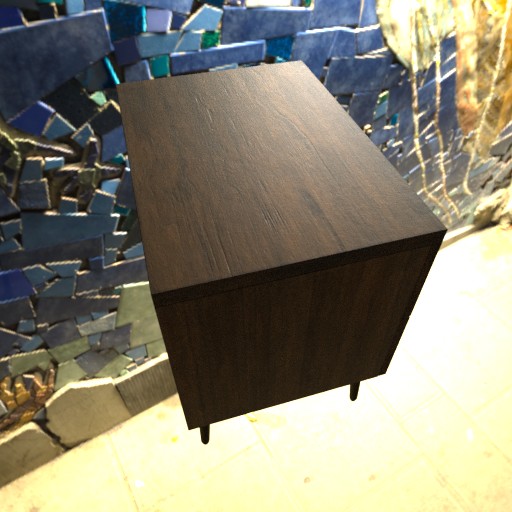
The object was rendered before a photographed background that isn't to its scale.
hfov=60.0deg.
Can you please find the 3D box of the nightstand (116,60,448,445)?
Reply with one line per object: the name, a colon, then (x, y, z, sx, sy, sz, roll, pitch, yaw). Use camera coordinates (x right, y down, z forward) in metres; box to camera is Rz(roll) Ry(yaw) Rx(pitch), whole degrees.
nightstand: (0.000, 0.000, 1.030, 0.458, 0.610, 0.610, -12, 48, -11)
